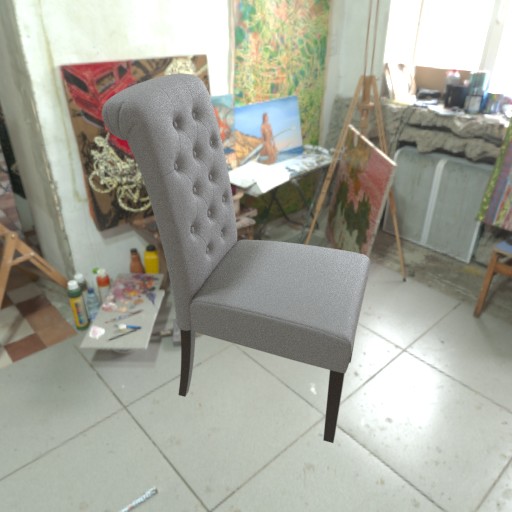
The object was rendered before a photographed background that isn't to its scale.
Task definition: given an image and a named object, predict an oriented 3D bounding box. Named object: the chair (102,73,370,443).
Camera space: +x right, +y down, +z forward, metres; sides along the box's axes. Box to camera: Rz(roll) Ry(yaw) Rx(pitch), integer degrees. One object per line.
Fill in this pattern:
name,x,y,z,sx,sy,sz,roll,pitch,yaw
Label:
chair,0.000,0.000,1.373,0.671,1.006,0.456,10,32,16
